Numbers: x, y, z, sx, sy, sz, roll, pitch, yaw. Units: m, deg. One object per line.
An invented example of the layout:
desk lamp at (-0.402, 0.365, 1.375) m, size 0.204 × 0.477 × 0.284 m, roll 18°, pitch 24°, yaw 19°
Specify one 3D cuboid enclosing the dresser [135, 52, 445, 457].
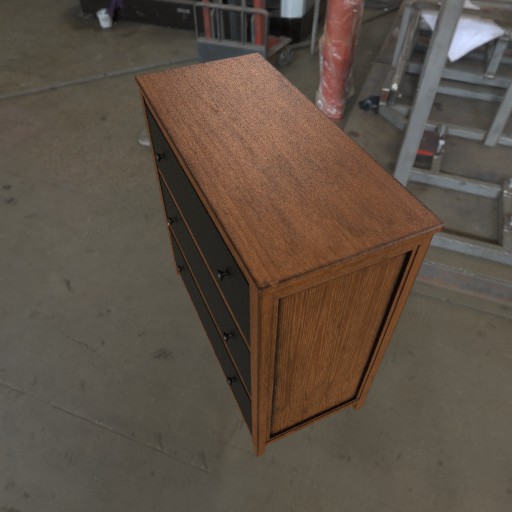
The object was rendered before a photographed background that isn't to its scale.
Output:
dresser at (0.000, 0.000, 1.980) m, size 0.591 × 1.224 × 1.250 m, roll -18°, pitch 50°, yaw -16°
